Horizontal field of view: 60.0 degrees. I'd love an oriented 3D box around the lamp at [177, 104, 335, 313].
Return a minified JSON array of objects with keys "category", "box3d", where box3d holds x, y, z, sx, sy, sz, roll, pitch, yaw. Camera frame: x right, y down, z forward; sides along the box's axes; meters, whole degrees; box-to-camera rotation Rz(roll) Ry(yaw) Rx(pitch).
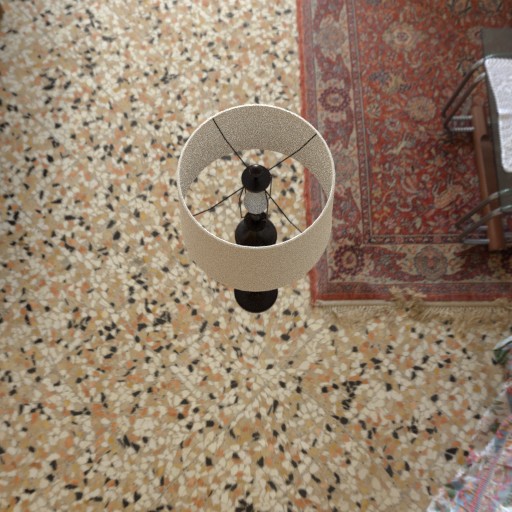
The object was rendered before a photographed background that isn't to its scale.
[{"category":"lamp","box3d":[0.000,0.000,1.678,0.431,1.484,0.431,0,75,0]}]
